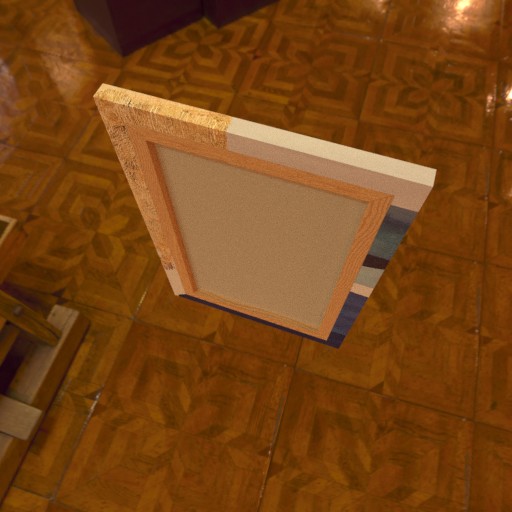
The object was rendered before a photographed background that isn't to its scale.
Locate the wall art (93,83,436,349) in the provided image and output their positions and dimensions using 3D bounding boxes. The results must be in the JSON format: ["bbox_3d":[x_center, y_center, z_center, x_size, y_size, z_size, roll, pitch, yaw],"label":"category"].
[{"bbox_3d":[0.000,0.000,1.160,0.607,0.911,0.039,17,63,9],"label":"wall art"}]
